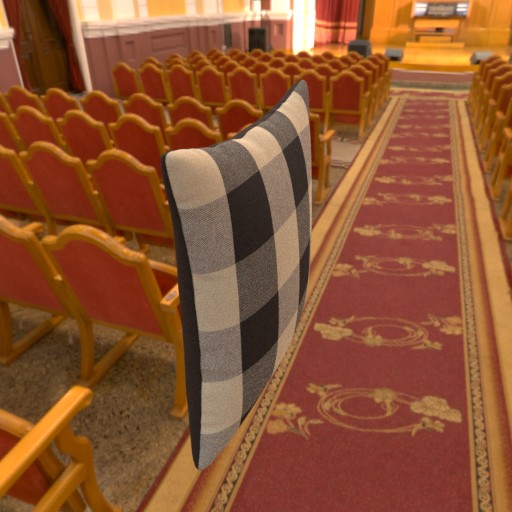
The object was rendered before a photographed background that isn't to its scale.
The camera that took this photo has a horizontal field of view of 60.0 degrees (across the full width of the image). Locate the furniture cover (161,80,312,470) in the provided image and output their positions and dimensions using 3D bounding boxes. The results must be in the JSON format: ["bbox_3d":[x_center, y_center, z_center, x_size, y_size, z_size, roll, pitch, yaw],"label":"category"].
[{"bbox_3d":[0.000,0.000,0.773,0.161,0.509,0.511,11,32,18],"label":"furniture cover"}]
